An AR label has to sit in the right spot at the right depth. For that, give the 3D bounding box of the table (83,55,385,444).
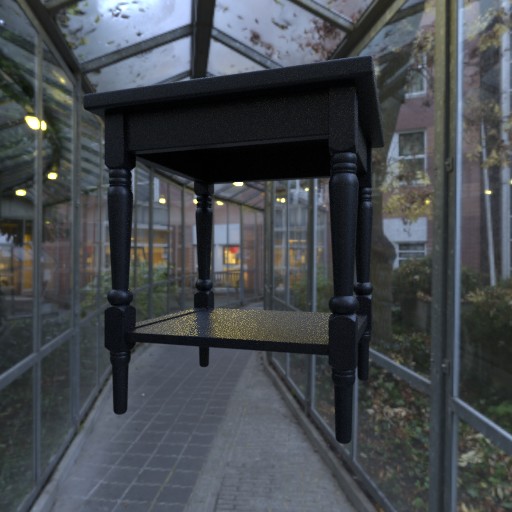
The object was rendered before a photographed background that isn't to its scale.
[{"bbox_3d":[0.000,0.000,0.903,0.488,0.565,0.442,0,0,18],"label":"table"}]
